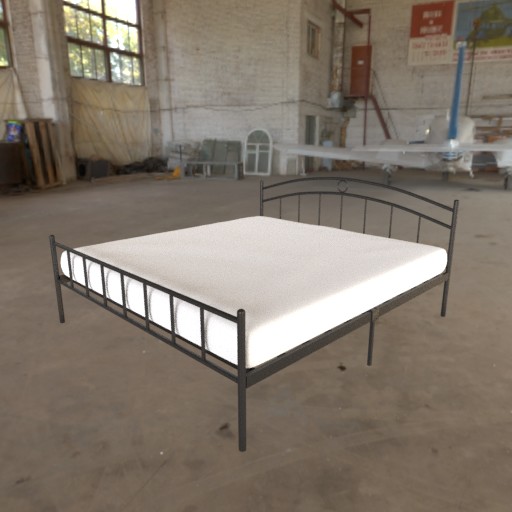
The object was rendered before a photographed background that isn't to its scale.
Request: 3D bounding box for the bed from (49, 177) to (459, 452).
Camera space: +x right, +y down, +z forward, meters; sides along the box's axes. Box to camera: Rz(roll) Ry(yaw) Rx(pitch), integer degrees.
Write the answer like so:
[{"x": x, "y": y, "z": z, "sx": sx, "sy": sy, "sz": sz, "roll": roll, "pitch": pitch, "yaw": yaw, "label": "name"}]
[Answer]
[{"x": 0.000, "y": 0.000, "z": 3.054, "sx": 2.040, "sy": 0.940, "sz": 1.880, "roll": -15, "pitch": 21, "yaw": -43, "label": "bed"}]
